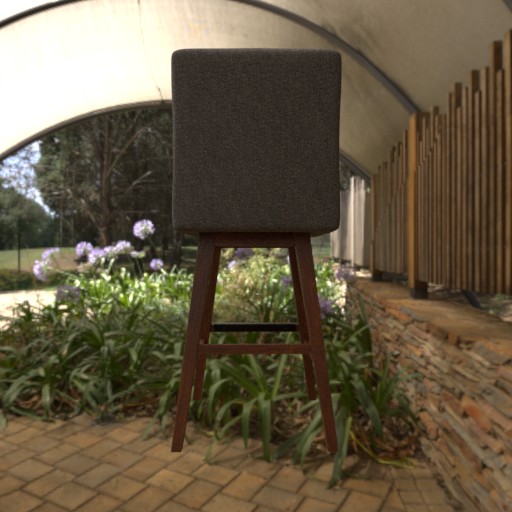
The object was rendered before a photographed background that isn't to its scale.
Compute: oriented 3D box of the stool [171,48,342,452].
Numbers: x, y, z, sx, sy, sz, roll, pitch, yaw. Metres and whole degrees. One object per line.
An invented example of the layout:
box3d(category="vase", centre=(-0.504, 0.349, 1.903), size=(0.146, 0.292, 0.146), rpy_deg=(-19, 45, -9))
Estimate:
box3d(category="stool", centre=(0.000, 0.000, 1.398), size=(0.489, 1.068, 0.572), rpy_deg=(0, 0, 0))
